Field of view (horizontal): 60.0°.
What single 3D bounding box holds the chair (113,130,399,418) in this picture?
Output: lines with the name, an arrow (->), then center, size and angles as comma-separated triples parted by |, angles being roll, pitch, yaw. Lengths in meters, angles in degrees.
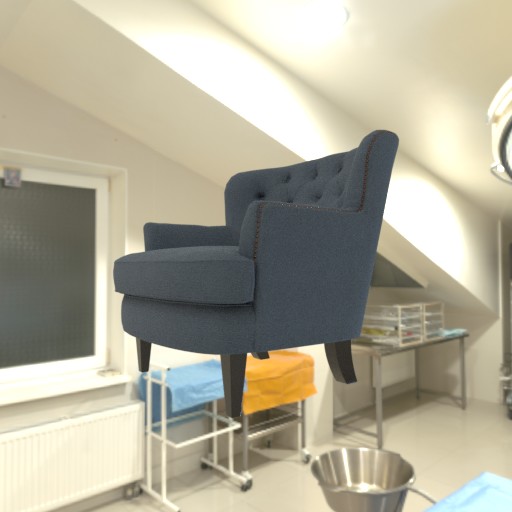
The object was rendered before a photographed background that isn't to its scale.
chair -> 0.000, 0.000, 1.603 | 0.906, 0.868, 0.848 | 1, -2, -36
